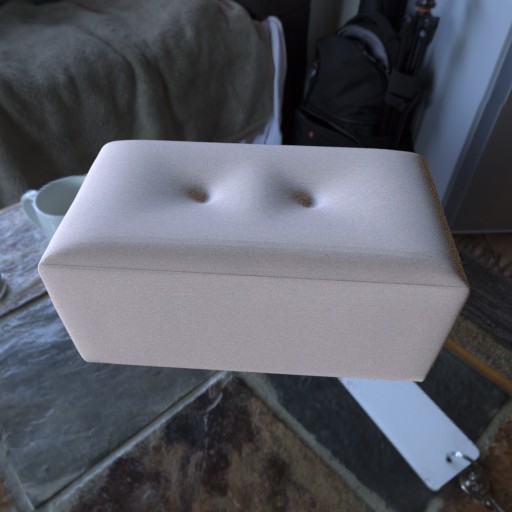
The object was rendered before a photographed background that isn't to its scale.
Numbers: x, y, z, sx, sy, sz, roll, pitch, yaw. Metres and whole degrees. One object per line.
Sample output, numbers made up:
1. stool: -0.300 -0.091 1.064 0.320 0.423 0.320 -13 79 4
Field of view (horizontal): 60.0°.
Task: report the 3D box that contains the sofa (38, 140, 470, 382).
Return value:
1. sofa: 0.000 0.000 1.199 0.930 0.470 0.480 3 47 3
